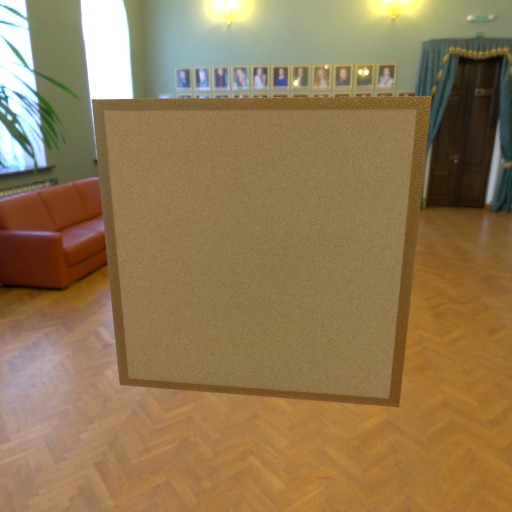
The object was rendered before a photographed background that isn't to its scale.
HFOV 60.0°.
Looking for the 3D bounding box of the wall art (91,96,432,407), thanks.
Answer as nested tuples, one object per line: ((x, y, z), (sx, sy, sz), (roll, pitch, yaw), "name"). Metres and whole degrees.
((0.000, 0.000, 0.455), (0.306, 0.305, 0.038), (2, 17, 7), "wall art")
